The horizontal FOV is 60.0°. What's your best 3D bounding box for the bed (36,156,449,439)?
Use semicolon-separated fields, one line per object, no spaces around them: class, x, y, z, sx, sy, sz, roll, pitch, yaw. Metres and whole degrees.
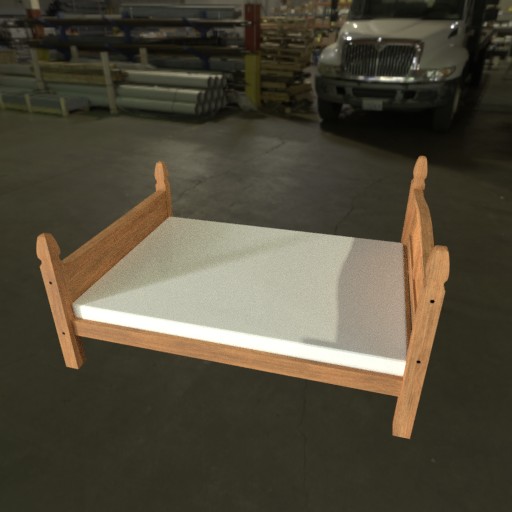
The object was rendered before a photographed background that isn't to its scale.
bed;0.000;0.000;2.916;2.069;1.100;1.490;7;29;13
